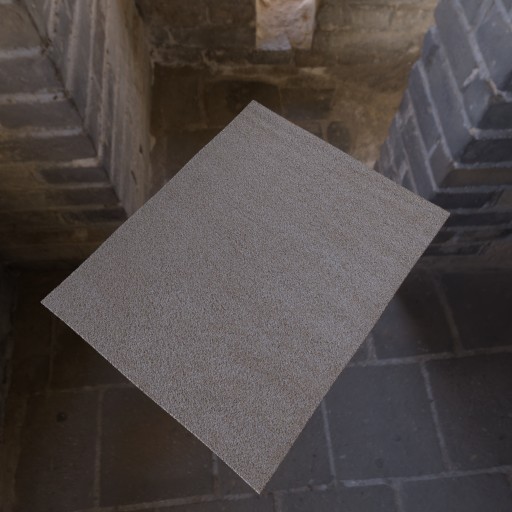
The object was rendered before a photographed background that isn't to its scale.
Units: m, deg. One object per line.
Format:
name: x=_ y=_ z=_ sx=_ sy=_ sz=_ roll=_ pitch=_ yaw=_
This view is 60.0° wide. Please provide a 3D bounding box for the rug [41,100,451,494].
rug: x=0.000 y=0.000 z=4.051 sx=2.400 sy=0.026 sz=3.000 roll=35 pitch=69 yaw=16
